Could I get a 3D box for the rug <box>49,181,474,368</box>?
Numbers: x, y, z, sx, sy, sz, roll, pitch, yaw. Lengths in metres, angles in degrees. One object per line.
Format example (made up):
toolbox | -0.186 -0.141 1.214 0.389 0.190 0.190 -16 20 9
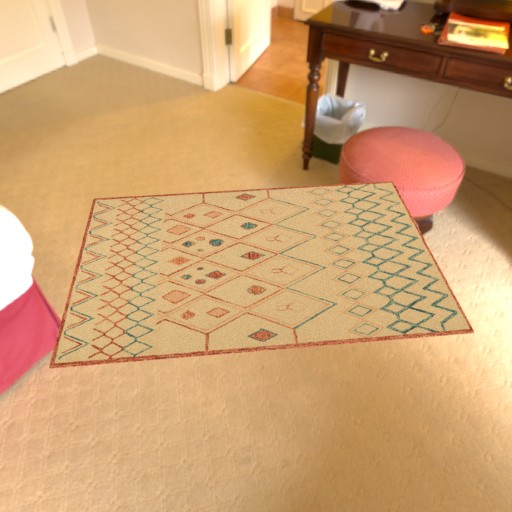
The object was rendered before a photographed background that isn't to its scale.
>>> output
rug | 0.000 0.000 3.061 2.438 0.015 1.524 -4 45 -4
